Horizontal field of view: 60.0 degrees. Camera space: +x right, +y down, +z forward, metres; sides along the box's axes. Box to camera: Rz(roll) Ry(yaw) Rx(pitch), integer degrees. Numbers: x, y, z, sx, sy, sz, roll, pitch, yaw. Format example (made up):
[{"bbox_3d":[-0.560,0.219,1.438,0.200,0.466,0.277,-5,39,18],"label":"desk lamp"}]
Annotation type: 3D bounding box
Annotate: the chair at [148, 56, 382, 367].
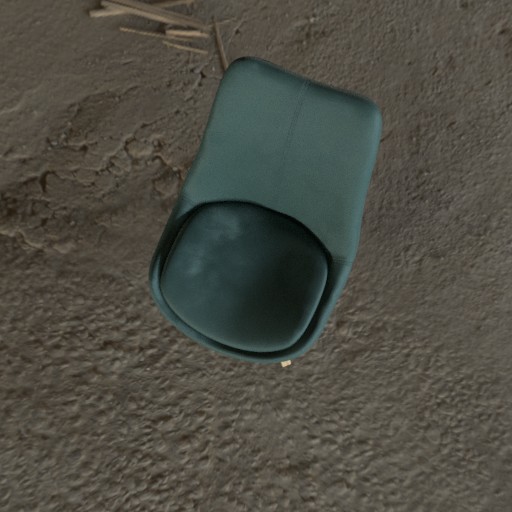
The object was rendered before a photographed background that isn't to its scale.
[{"bbox_3d":[0.000,0.000,1.200,0.483,0.865,0.547,22,77,6],"label":"chair"}]
